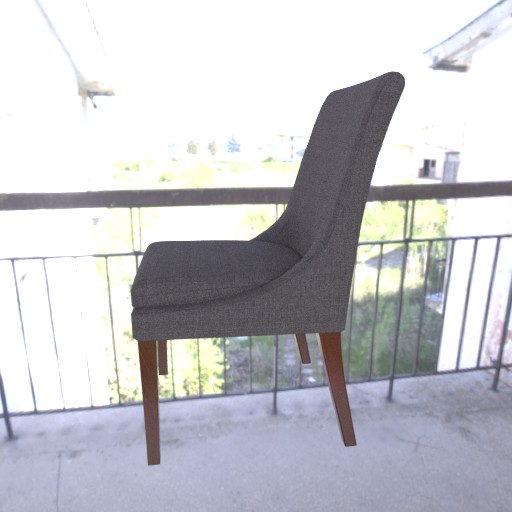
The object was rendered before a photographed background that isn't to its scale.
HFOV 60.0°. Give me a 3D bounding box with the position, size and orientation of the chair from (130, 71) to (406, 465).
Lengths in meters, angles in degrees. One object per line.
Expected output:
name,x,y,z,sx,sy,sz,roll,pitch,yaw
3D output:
chair,0.000,0.000,1.278,0.655,0.952,0.508,-2,15,-8
